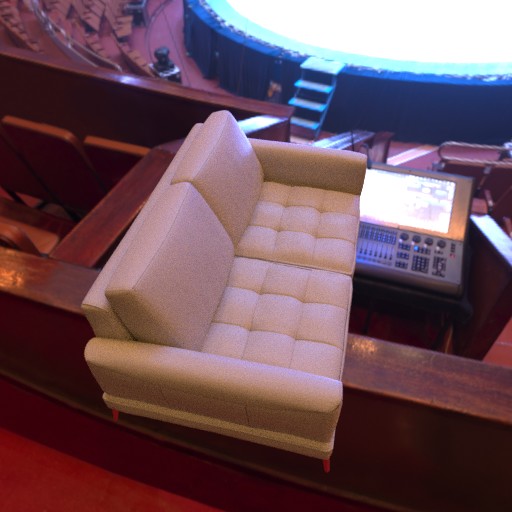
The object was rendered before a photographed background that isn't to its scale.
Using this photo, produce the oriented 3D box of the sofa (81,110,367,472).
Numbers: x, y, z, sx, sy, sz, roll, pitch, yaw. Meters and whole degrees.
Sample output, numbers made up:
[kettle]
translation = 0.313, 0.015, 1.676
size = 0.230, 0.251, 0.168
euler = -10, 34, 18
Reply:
[sofa]
translation = 0.000, 0.000, 2.443
size = 1.121, 0.930, 1.819
euler = 10, 47, 9
